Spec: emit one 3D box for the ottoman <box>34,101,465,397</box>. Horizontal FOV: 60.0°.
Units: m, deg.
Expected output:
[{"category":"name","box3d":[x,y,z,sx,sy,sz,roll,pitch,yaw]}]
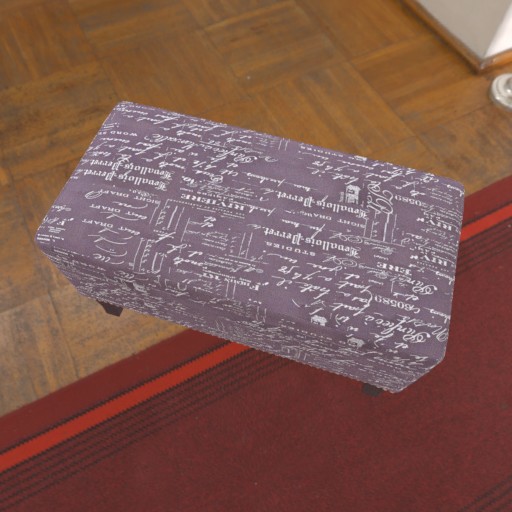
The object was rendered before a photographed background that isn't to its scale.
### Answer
[{"category":"ottoman","box3d":[0.000,0.000,1.068,0.813,0.457,0.406,16,64,8]}]
